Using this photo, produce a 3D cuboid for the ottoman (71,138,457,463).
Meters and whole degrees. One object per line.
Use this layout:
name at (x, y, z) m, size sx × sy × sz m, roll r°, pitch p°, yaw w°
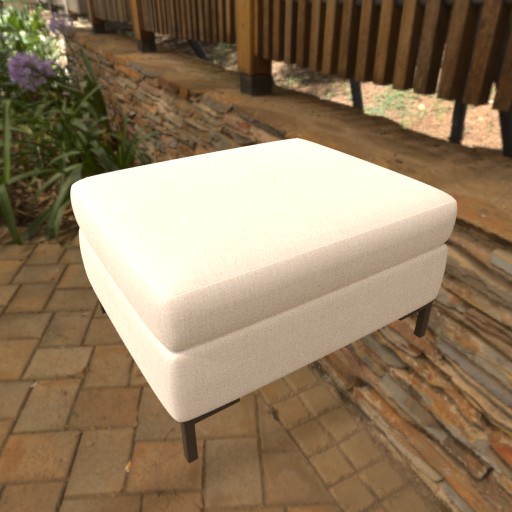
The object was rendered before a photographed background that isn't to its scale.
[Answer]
ottoman at (0.000, 0.000, 1.200) m, size 0.794 × 0.453 × 0.657 m, roll -18°, pitch 35°, yaw -28°
